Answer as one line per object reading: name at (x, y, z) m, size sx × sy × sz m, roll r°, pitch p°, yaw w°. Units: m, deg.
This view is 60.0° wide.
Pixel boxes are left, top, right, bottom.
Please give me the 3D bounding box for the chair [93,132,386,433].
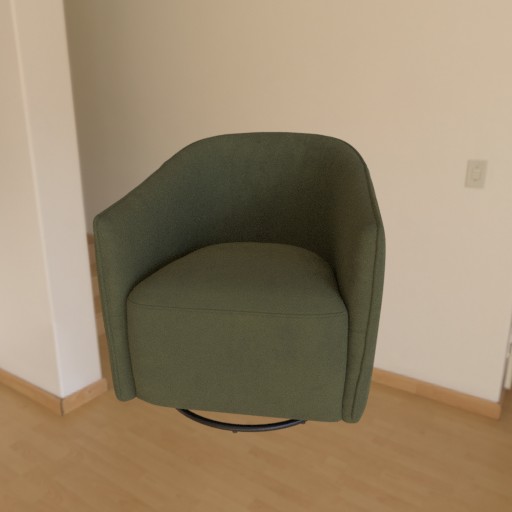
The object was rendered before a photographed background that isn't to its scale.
chair at (0.000, 0.000, 1.462) m, size 0.747 × 0.799 × 0.875 m, roll 2°, pitch 15°, yaw 9°
